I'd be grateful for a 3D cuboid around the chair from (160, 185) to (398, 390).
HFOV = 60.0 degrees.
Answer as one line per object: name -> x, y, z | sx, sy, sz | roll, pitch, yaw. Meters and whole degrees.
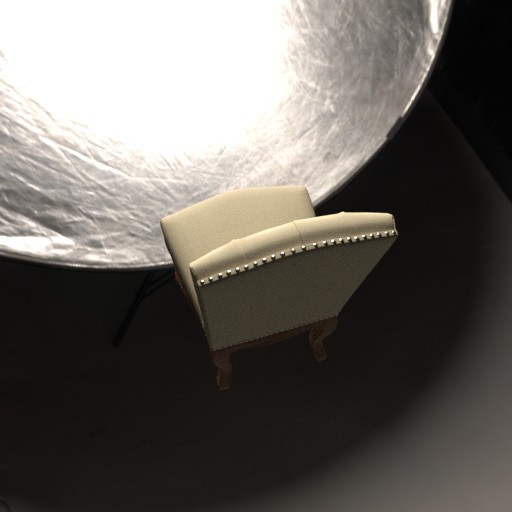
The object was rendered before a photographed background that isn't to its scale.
chair -> 0.000, 0.000, 1.573 | 0.623, 1.165, 0.715 | -14, 60, -9
